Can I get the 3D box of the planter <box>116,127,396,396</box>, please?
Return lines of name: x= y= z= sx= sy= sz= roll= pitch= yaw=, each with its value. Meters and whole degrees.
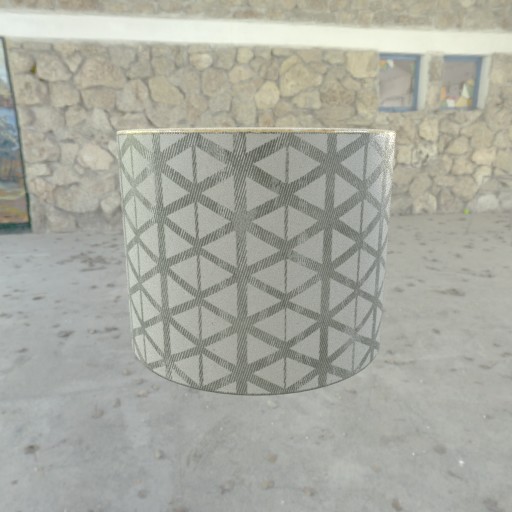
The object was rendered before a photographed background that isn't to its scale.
planter: x=0.000 y=0.000 z=0.444 sx=0.250 sy=0.239 sz=0.250 roll=0 pitch=14 yaw=0
